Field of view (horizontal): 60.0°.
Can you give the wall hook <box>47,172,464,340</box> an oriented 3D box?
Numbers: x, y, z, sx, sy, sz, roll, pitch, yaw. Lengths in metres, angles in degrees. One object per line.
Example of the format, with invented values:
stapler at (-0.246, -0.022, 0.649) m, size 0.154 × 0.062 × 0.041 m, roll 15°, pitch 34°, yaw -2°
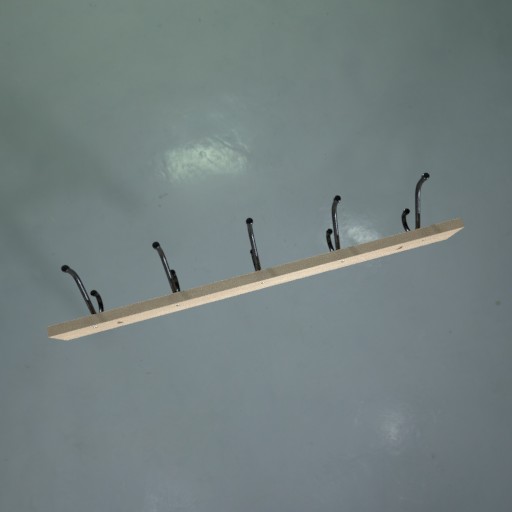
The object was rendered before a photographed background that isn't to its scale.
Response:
wall hook at (0.000, 0.000, 0.597) m, size 0.571 × 0.117 × 0.071 m, roll -15°, pitch 76°, yaw -4°
